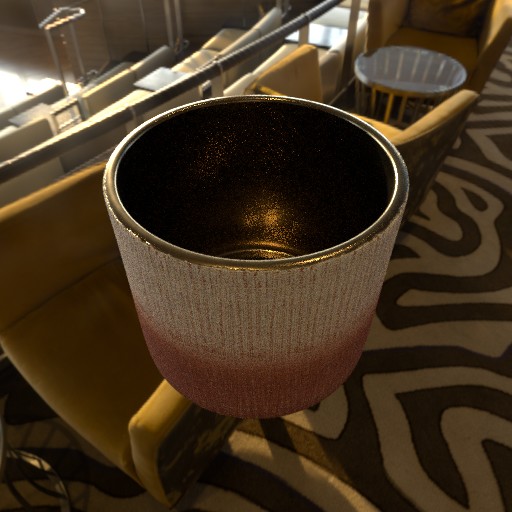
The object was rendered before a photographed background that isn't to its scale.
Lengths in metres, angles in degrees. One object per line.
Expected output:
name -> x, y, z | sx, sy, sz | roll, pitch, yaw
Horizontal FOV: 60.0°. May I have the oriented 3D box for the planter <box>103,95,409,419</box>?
planter -> 0.000, 0.000, 0.314 | 0.178, 0.157, 0.178 | 0, 45, 0
